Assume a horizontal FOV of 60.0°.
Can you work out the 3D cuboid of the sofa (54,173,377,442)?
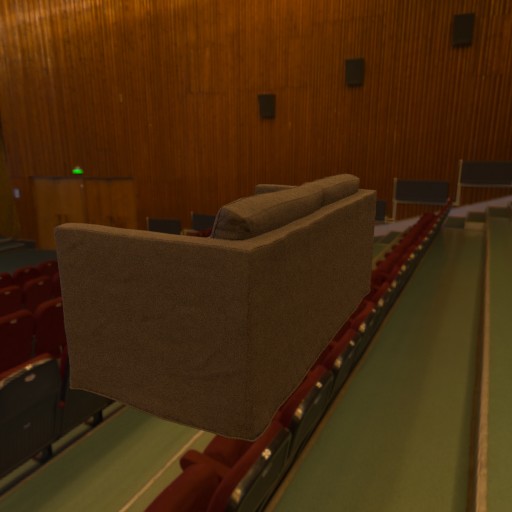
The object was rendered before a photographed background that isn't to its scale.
[{"bbox_3d":[0.000,0.000,2.527,0.953,0.855,1.982,7,16,25],"label":"sofa"}]
